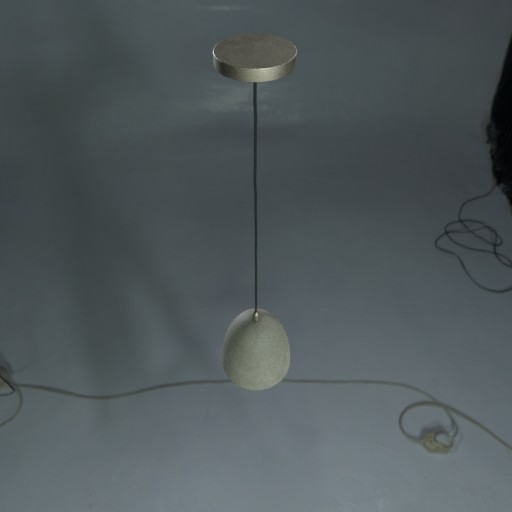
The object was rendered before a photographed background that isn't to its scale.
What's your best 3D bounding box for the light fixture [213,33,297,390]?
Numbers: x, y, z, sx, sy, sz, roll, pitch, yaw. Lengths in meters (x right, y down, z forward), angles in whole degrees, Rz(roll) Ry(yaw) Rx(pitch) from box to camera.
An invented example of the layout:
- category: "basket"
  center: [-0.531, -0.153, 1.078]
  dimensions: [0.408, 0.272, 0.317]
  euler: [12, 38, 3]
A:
- category: "light fixture"
  center: [0.000, 0.000, 0.833]
  dimensions: [0.170, 0.759, 0.170]
  euler: [-4, 47, -3]
